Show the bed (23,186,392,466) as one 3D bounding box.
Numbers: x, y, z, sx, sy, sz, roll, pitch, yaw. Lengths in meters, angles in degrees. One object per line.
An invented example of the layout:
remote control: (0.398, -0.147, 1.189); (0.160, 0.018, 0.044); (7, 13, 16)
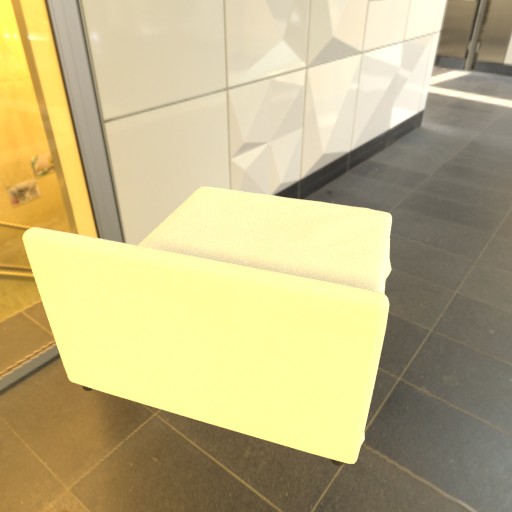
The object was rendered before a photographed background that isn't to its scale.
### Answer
bed: (0.000, 0.000, 3.500); (2.119, 1.317, 2.341); (10, 34, 15)
